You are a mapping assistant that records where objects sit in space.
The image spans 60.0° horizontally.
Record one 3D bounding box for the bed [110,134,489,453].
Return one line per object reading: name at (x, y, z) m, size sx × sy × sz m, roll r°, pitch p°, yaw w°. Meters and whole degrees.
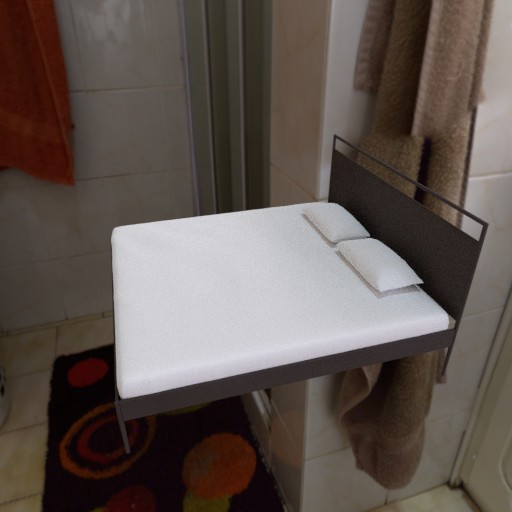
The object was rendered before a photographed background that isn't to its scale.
bed at (0.000, 0.000, 3.343) m, size 2.151 × 1.173 × 1.993 m, roll -8°, pitch 31°, yaw -14°
